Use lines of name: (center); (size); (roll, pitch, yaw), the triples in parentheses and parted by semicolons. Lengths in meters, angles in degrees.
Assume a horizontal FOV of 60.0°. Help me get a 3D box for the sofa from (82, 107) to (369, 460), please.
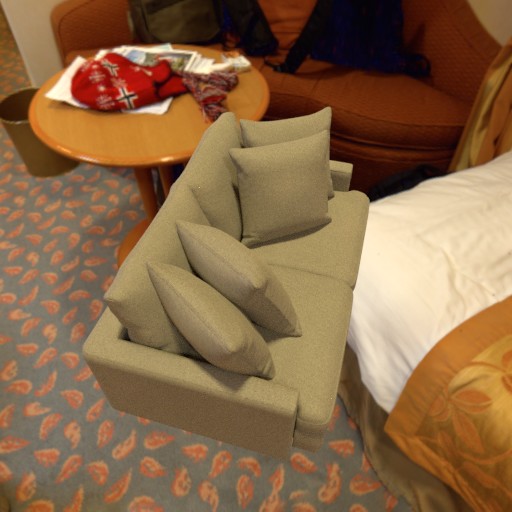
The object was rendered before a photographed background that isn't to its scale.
sofa: (0.000, 0.000, 2.659); (1.228, 1.080, 1.869); (12, 49, 11)
